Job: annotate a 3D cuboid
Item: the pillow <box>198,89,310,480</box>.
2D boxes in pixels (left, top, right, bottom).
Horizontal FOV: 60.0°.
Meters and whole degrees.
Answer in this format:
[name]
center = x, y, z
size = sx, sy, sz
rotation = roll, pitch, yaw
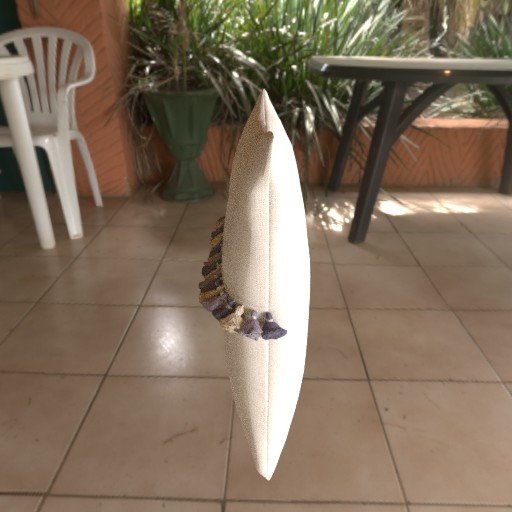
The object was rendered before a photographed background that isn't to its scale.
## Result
[pillow]
center = 0.000, 0.000, 0.738
size = 0.165, 0.481, 0.489
rotation = 0, 26, 0
